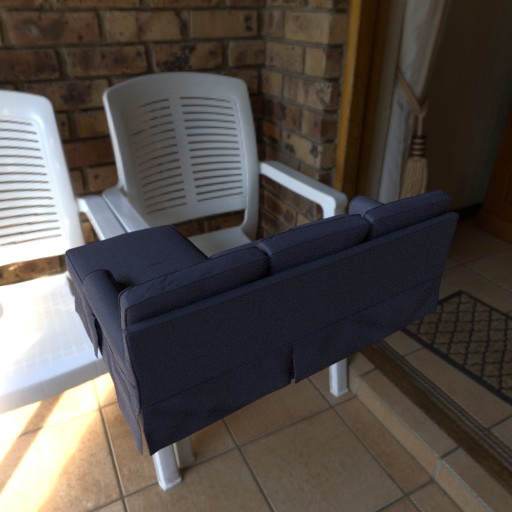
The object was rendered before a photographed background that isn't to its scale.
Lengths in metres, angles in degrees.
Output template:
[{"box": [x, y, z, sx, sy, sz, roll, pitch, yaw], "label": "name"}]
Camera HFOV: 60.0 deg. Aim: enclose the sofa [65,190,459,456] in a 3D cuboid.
[{"box": [0.000, 0.000, 3.354, 2.518, 1.039, 1.637, -18, 35, -28], "label": "sofa"}]
